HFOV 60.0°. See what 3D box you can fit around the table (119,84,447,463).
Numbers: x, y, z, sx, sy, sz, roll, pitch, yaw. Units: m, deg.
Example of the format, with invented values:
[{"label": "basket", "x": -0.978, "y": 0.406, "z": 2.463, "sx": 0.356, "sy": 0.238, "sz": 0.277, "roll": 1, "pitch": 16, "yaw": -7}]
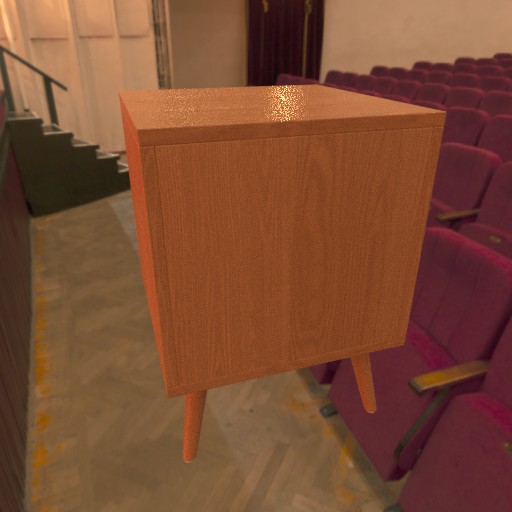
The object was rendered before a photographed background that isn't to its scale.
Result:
[{"label": "table", "x": 0.000, "y": 0.000, "z": 0.821, "sx": 0.400, "sy": 0.550, "sz": 0.400, "roll": -8, "pitch": 27, "yaw": -16}]
